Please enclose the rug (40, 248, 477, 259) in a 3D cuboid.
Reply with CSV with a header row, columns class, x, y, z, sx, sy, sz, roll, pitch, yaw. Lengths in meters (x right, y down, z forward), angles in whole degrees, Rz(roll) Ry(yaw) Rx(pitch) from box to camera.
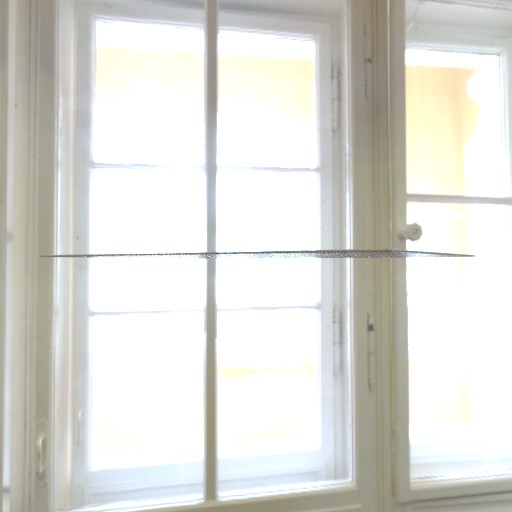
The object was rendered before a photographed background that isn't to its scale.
class,x,y,z,sx,sy,sz,roll,pitch,yaw
rug,0.000,0.000,3.546,2.878,0.014,2.005,-1,-1,36
